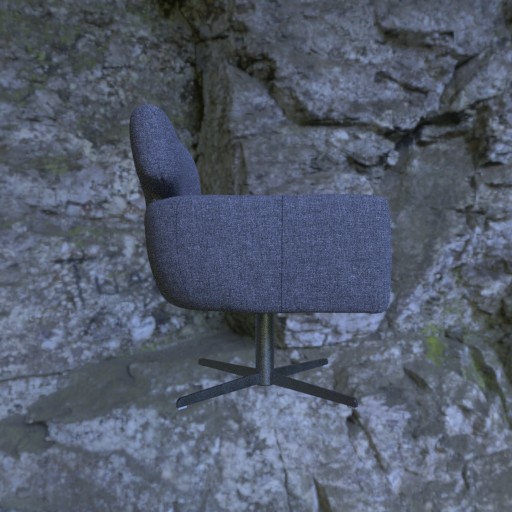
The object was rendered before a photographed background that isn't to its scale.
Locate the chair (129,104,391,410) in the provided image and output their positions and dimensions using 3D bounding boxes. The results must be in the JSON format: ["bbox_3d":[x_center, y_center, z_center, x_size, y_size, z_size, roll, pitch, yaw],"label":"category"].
[{"bbox_3d":[0.000,0.000,1.408,0.715,0.812,0.706,0,0,0],"label":"chair"}]
